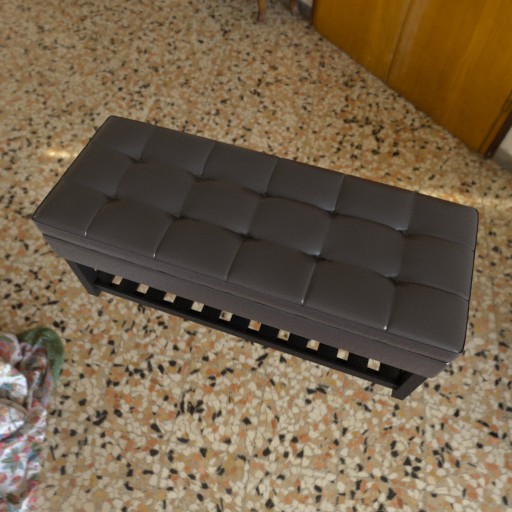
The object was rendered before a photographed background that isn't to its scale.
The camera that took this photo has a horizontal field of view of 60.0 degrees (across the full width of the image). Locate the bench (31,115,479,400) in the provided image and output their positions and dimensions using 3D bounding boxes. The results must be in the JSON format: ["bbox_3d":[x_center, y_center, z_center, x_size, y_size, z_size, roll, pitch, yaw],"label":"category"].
[{"bbox_3d":[0.000,0.000,1.330,1.105,0.460,0.432,17,60,10],"label":"bench"}]
